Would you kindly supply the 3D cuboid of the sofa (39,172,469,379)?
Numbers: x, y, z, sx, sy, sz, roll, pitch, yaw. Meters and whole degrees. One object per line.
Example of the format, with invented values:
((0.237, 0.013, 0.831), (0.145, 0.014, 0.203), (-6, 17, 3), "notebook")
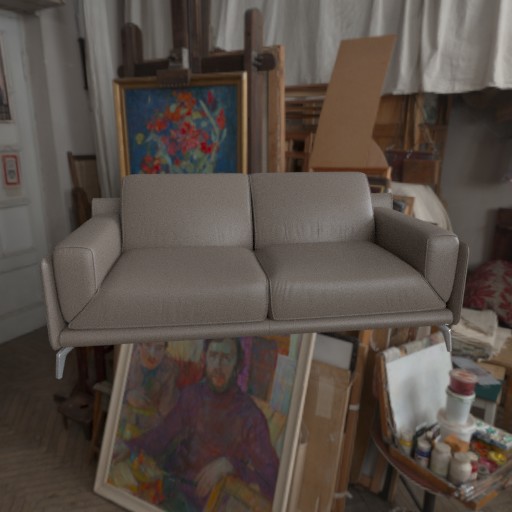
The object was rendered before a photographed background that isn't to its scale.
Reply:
((0.000, 0.000, 2.578), (2.101, 0.930, 1.049), (-2, 16, -8), "sofa")
